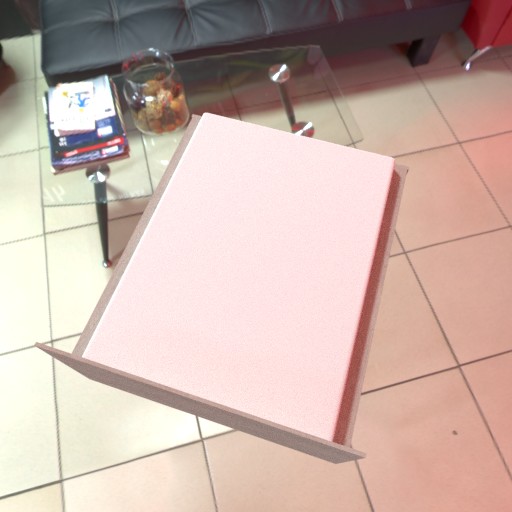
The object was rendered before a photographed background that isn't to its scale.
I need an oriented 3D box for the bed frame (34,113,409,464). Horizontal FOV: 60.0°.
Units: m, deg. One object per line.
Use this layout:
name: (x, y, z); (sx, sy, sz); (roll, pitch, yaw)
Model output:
bed frame: (0.000, 0.000, 2.805); (1.622, 0.800, 1.960); (16, 64, 8)
